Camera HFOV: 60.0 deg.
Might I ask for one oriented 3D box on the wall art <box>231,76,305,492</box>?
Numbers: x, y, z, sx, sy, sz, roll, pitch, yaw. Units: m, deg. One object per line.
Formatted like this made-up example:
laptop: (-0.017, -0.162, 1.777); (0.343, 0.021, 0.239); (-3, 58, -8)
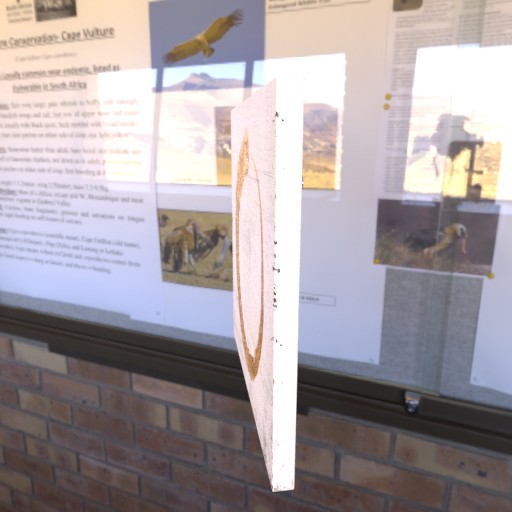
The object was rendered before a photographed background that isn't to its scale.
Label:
wall art: (0.000, 0.000, 0.912); (0.040, 0.611, 0.610); (-2, 14, -8)
